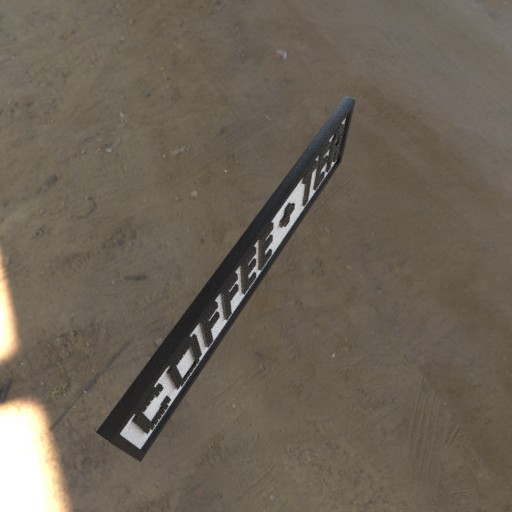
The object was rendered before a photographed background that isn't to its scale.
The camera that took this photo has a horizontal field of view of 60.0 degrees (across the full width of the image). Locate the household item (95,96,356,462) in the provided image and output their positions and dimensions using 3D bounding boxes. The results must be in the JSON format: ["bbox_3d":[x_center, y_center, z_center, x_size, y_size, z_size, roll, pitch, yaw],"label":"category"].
[{"bbox_3d":[0.000,0.000,1.065,0.030,0.236,1.001,27,62,16],"label":"household item"}]
